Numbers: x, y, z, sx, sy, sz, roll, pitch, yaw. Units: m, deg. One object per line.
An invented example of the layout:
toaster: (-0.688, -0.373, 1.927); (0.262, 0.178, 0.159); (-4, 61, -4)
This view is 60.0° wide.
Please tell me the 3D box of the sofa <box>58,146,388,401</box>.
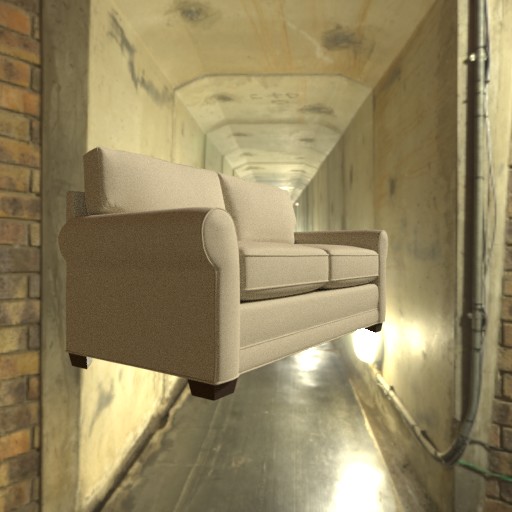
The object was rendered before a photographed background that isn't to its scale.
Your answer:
sofa: (0.000, 0.000, 2.309); (0.861, 0.933, 1.774); (0, 0, 35)
